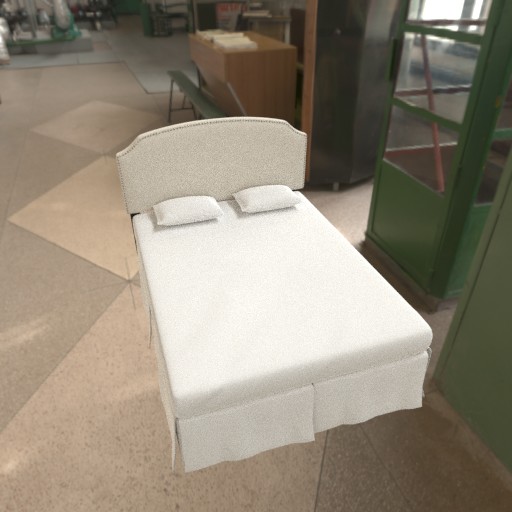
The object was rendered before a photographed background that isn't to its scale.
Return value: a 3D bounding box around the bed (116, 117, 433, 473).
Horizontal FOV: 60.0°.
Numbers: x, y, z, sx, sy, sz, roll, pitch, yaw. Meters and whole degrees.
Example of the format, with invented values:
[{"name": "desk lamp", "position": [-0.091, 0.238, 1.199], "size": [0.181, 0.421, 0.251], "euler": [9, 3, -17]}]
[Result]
[{"name": "bed", "position": [0.000, 0.000, 2.939], "size": [1.558, 1.270, 1.999], "euler": [-11, 35, -15]}]
